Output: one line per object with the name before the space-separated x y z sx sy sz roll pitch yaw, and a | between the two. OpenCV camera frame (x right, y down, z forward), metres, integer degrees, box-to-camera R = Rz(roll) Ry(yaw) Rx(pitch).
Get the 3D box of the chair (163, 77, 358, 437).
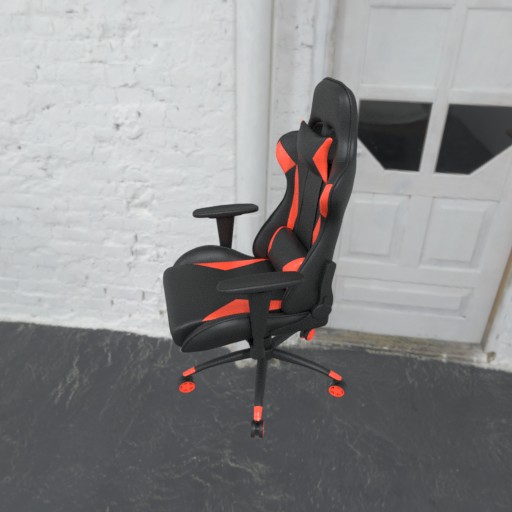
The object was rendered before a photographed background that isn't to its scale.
chair | 0.000 0.000 1.737 0.730 1.282 0.695 -7 31 -13
